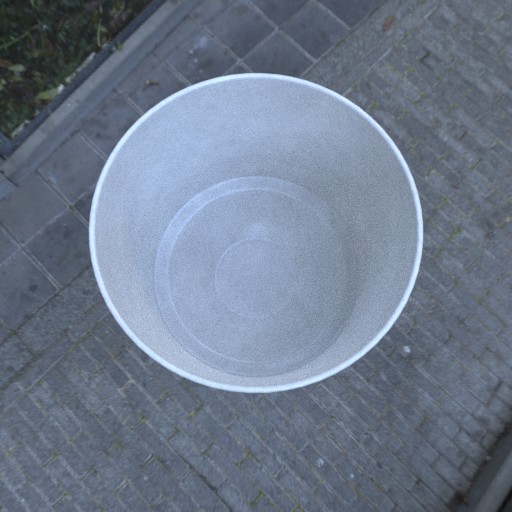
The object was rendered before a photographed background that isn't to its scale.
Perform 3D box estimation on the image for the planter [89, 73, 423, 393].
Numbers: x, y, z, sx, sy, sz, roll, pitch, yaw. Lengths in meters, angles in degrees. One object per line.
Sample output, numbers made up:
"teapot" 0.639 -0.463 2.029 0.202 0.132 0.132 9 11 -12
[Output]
"planter" 0.000 0.000 0.447 0.250 0.239 0.250 0 76 0
